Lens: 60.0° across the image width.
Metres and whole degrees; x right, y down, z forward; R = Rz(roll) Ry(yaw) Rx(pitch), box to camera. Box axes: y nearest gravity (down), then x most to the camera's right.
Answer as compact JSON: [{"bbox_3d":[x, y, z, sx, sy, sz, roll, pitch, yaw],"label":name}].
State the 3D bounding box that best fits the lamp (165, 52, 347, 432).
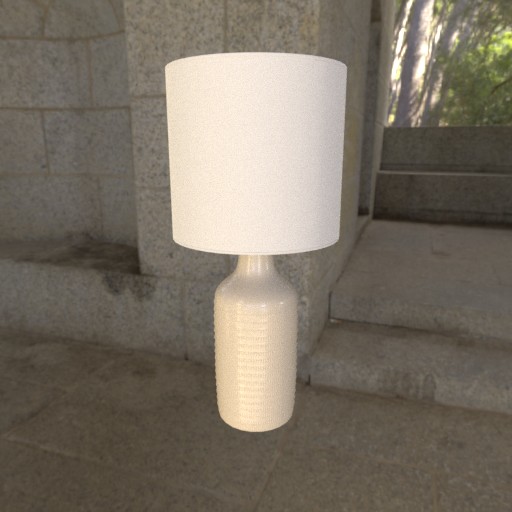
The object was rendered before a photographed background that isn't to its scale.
[{"bbox_3d":[0.000,0.000,0.606,0.220,0.475,0.220,-2,14,-9],"label":"lamp"}]
